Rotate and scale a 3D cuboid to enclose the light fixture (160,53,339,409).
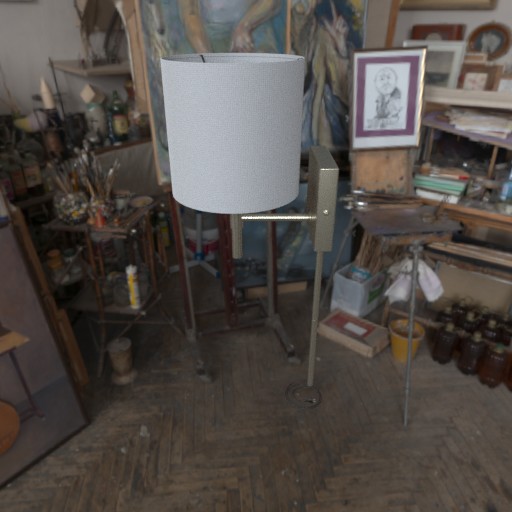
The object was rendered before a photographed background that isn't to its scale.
[{"bbox_3d":[0.000,0.000,0.719,0.248,0.589,0.188,0,28,0],"label":"light fixture"}]
